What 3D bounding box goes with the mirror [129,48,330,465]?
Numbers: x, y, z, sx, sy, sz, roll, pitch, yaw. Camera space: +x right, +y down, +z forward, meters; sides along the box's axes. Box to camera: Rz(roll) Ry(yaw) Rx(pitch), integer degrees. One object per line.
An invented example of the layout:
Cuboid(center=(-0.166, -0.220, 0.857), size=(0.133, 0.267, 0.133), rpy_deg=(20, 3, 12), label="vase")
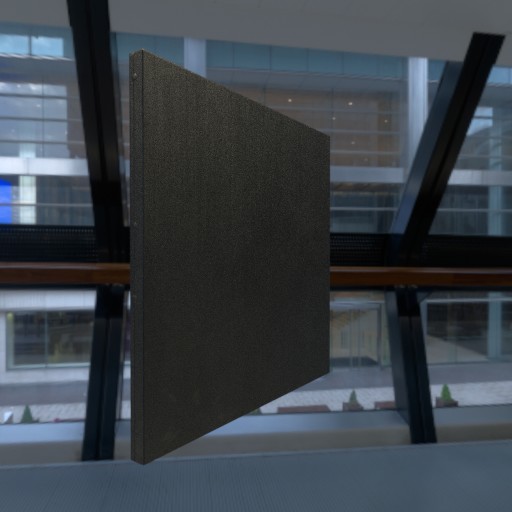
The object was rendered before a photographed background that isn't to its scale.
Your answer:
Cuboid(center=(0.000, 0.000, 0.565), size=(0.020, 0.381, 0.382), rpy_deg=(1, 1, 36), label="mirror")
